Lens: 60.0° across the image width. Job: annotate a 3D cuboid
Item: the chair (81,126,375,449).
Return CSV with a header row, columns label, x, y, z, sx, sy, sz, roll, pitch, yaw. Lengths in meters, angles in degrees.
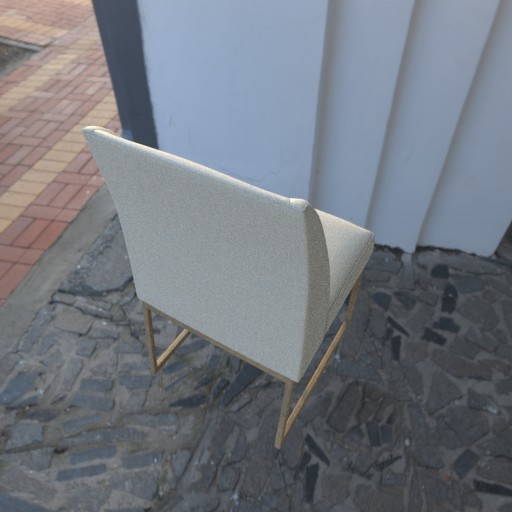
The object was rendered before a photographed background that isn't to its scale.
label,x,y,z,sx,sy,sz,roll,pitch,yaw
chair,0.000,0.000,1.192,0.508,0.863,0.522,23,50,21
